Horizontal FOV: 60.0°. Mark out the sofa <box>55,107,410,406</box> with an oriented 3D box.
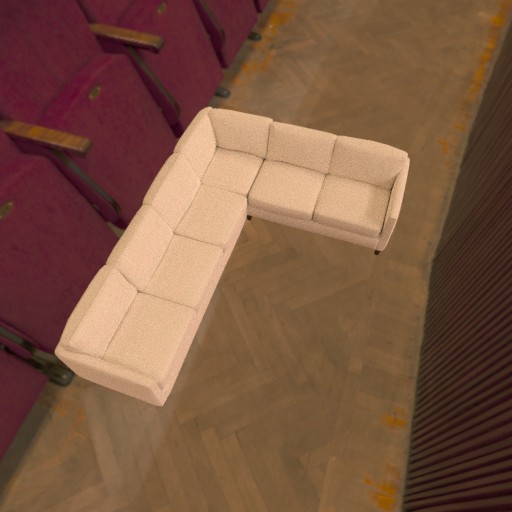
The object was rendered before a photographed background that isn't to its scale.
[{"bbox_3d":[0.000,0.000,4.553,2.593,0.947,3.302,16,59,10],"label":"sofa"}]
